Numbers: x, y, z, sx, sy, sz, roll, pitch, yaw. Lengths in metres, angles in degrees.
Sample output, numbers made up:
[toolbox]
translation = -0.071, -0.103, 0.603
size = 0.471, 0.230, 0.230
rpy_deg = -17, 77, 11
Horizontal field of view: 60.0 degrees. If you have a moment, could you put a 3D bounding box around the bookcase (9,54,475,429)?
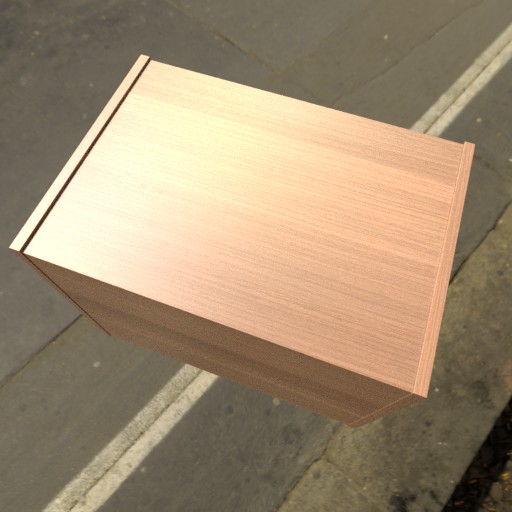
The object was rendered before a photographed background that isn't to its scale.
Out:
[bookcase]
translation = 0.000, 0.000, 0.603
size = 0.415, 0.305, 0.290
rpy_deg = 18, 66, 9
